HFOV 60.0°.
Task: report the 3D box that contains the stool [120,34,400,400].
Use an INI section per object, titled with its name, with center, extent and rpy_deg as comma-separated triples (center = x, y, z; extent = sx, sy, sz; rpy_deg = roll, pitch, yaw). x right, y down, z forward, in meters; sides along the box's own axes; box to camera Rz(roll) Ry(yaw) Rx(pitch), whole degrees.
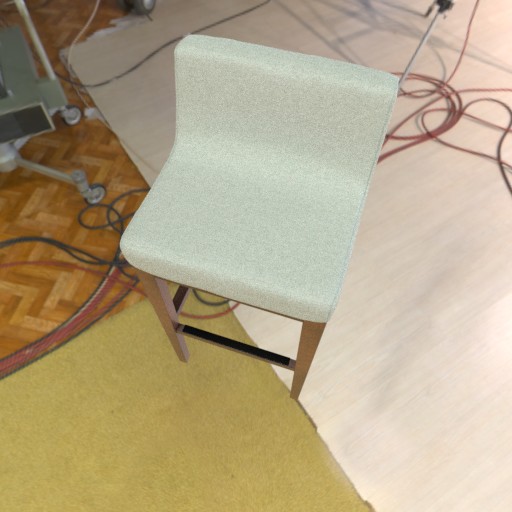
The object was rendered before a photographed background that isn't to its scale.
[stool]
center = 0.000, 0.000, 1.303
extent = 0.511, 1.037, 0.500
rpy_deg = 16, 59, 10
